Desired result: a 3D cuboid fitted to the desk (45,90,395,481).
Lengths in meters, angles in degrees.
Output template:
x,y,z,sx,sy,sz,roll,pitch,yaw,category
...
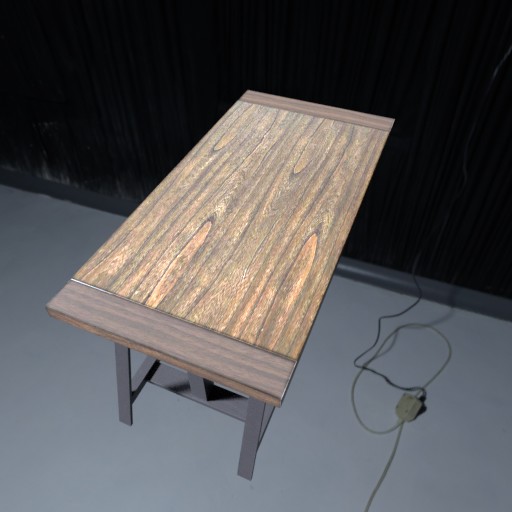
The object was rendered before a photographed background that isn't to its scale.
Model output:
x,y,z,sx,sy,sz,roll,pitch,yaw,category
0.000,0.000,1.983,0.784,0.725,1.543,17,49,16,desk
